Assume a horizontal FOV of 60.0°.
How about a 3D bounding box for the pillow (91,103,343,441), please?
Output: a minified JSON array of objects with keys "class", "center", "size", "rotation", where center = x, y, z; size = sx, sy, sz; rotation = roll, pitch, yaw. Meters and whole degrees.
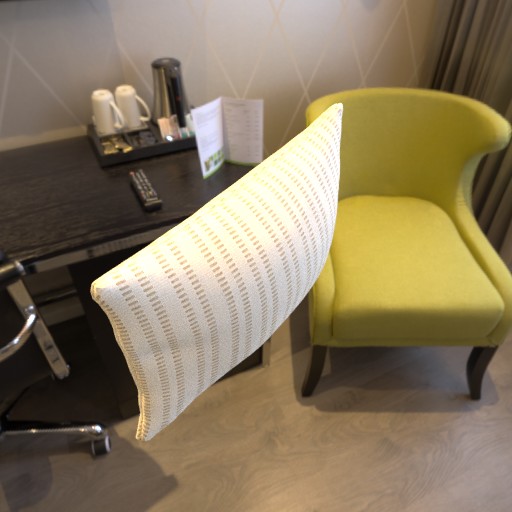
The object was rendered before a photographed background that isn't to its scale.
[{"class":"pillow","center":[0.000,0.000,0.798],"size":[0.210,0.353,0.640],"rotation":[24,46,25]}]
